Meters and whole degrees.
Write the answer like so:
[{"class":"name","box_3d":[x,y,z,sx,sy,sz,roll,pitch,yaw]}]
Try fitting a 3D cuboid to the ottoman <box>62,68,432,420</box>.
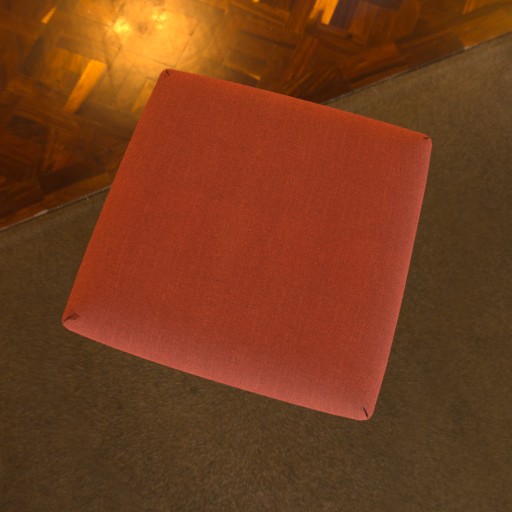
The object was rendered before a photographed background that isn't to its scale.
[{"class":"ottoman","box_3d":[0.000,0.000,0.904,0.507,0.475,0.497,17,76,4]}]
